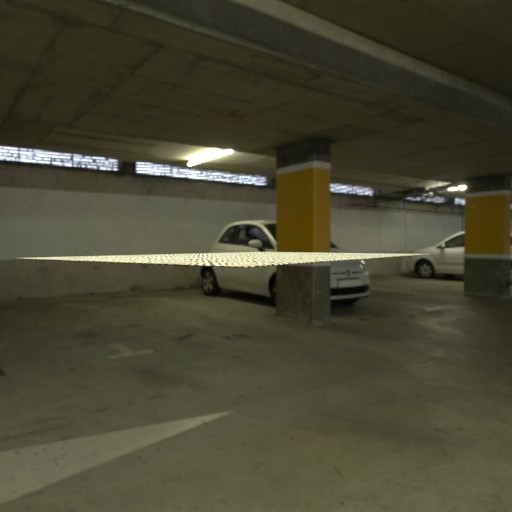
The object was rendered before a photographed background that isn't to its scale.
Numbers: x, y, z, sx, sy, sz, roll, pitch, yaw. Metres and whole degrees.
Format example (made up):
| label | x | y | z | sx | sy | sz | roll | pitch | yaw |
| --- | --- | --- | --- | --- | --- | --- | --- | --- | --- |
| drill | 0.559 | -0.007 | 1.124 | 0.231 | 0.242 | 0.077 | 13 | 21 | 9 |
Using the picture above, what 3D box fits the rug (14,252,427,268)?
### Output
| label | x | y | z | sx | sy | sz | roll | pitch | yaw |
| --- | --- | --- | --- | --- | --- | --- | --- | --- | --- |
| rug | 0.000 | 0.000 | 2.166 | 1.177 | 0.004 | 1.750 | 1 | 2 | 36 |
